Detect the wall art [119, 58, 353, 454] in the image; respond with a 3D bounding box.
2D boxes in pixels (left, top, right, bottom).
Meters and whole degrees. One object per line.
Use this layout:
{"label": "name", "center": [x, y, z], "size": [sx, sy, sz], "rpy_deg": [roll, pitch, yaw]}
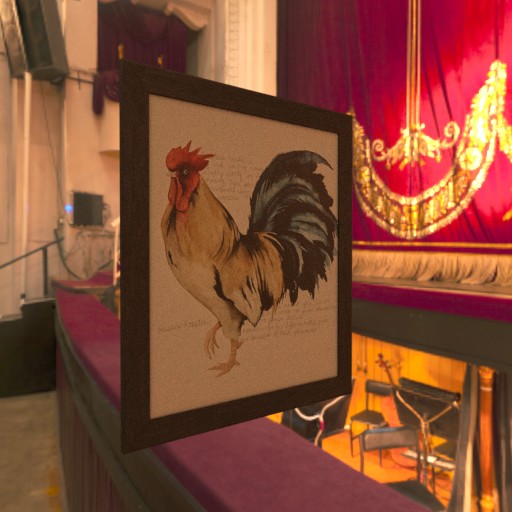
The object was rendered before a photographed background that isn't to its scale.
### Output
{"label": "wall art", "center": [0.000, 0.000, 0.778], "size": [0.476, 0.570, 0.013], "rpy_deg": [-1, 1, -35]}
